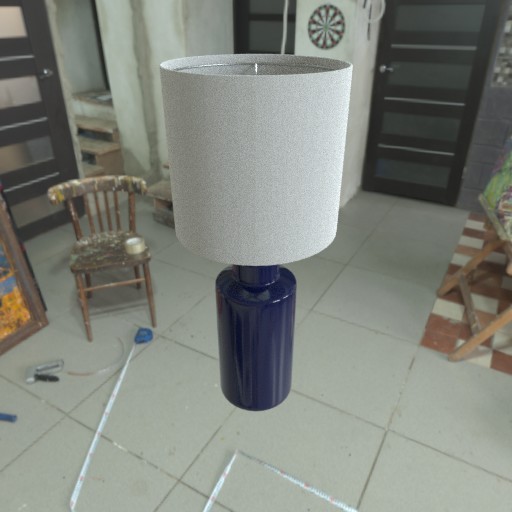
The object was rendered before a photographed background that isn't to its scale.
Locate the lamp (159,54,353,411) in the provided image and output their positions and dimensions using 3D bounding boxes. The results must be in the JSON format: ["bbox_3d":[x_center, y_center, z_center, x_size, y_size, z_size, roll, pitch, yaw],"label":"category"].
[{"bbox_3d":[0.000,0.000,0.614,0.212,0.493,0.212,0,29,0],"label":"lamp"}]
